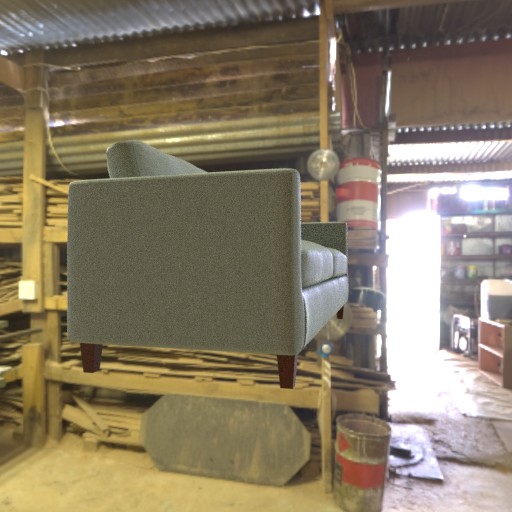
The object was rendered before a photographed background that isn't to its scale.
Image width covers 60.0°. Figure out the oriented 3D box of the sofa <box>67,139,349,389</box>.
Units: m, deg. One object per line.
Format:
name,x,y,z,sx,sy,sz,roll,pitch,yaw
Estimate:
sofa,0.000,0.000,2.651,0.951,0.965,2.208,0,-1,16
